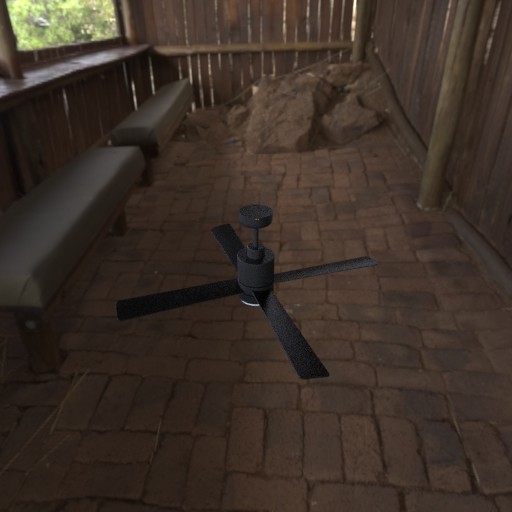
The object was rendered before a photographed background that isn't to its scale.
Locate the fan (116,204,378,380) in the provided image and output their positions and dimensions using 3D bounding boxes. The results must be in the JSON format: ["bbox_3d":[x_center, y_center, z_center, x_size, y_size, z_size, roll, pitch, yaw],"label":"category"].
[{"bbox_3d":[0.000,0.000,2.410,1.525,0.534,1.525,-10,32,-16],"label":"fan"}]
